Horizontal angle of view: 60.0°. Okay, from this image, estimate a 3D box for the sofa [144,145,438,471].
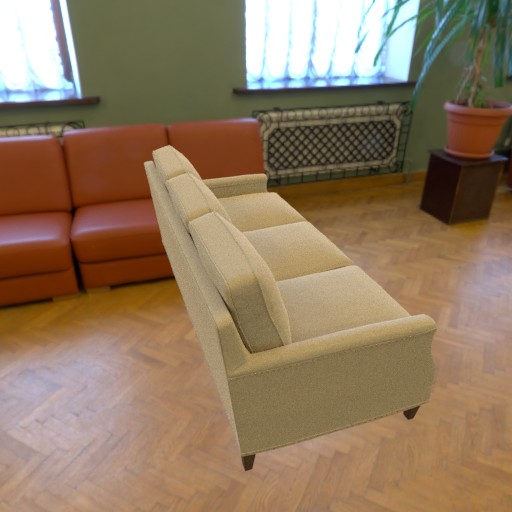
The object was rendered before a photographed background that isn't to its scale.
[{"bbox_3d":[0.000,0.000,2.805,1.084,1.003,2.246,-10,30,-17],"label":"sofa"}]
